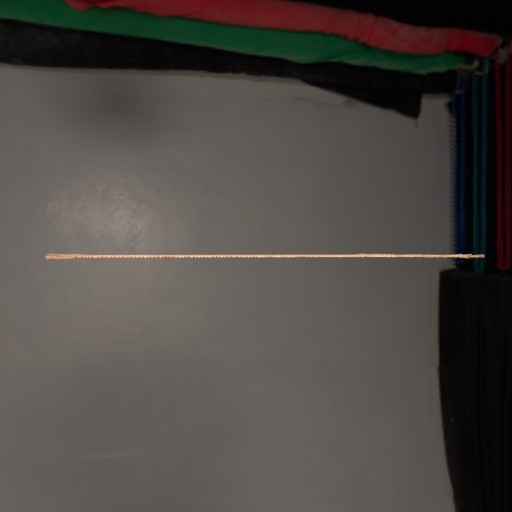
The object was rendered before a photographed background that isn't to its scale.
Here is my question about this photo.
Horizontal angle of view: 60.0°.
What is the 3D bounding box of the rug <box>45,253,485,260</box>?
[{"bbox_3d":[0.000,0.000,2.529,2.085,0.027,1.224,0,0,-17],"label":"rug"}]
